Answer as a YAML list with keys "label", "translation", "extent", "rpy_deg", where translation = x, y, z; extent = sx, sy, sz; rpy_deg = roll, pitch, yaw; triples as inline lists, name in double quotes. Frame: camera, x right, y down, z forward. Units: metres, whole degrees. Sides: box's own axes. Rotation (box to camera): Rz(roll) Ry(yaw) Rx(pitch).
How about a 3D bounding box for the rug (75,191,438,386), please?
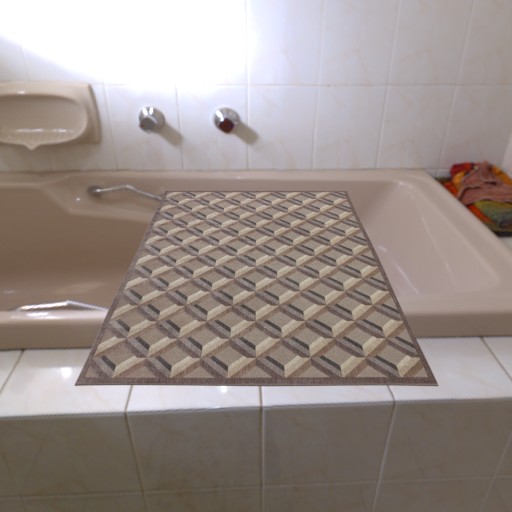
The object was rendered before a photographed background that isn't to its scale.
- label: "rug"
  translation: [0.000, 0.000, 2.914]
  extent: [1.600, 0.013, 2.260]
  rpy_deg: [0, 30, 0]
